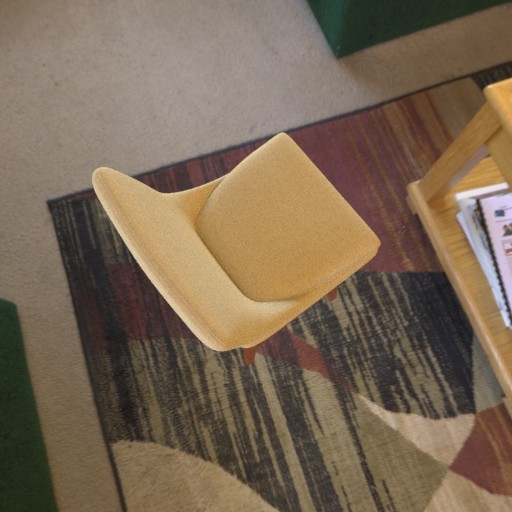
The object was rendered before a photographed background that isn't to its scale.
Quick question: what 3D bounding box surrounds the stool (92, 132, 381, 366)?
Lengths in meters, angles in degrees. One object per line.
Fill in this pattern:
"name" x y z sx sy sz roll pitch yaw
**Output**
"stool" 0.000 0.000 1.399 0.559 1.092 0.470 -36 77 -9
